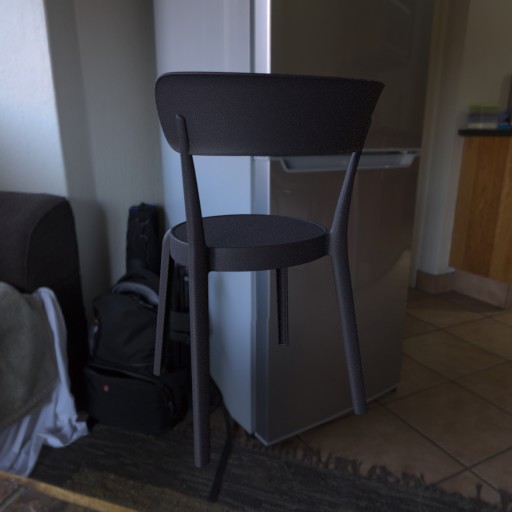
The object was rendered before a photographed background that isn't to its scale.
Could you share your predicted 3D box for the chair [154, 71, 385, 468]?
[{"bbox_3d":[0.000,0.000,1.093,0.506,0.790,0.491,-7,18,-24],"label":"chair"}]
